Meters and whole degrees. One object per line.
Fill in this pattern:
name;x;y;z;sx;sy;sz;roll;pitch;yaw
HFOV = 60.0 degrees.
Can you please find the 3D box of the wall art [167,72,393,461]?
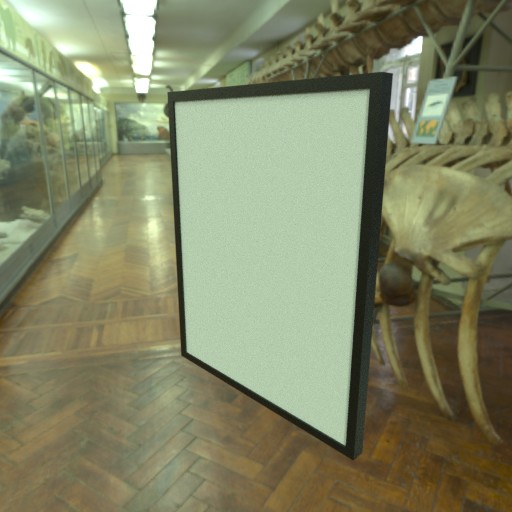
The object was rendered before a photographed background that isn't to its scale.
wall art;0.000;0.000;0.549;0.018;0.397;0.325;-15;22;-42
